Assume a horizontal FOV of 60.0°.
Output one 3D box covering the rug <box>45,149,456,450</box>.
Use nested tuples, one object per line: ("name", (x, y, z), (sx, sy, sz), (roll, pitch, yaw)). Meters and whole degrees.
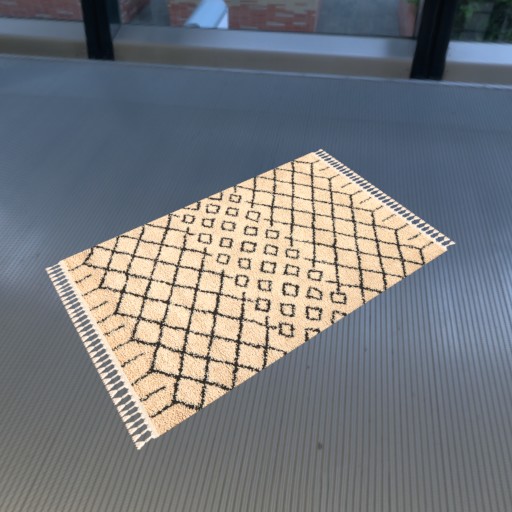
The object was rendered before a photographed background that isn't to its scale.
("rug", (0.000, 0.000, 2.504), (2.006, 0.008, 1.196), (-27, 53, -23))
